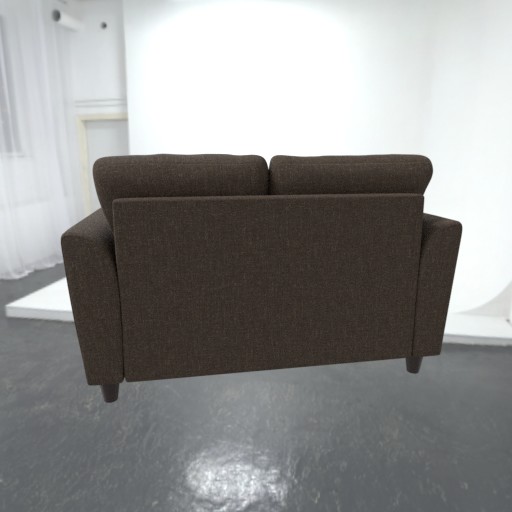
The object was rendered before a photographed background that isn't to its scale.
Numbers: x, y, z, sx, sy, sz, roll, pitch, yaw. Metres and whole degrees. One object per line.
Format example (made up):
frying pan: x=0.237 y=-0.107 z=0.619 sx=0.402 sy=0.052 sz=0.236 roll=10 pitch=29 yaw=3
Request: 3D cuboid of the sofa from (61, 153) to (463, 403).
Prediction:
sofa: x=0.000 y=0.000 z=1.968 sx=1.423 sy=0.885 sz=0.851 roll=-2 pitch=13 yaw=-10
